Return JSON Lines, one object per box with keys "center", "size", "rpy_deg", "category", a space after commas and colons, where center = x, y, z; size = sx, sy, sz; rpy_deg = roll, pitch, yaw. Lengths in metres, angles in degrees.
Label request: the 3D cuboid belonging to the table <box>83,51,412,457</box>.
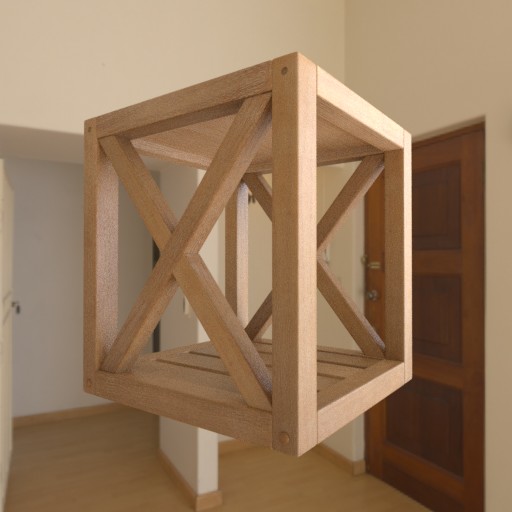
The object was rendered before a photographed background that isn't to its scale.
{"center": [0.000, 0.000, 1.045], "size": [0.559, 0.610, 0.558], "rpy_deg": [0, -1, 36], "category": "table"}
